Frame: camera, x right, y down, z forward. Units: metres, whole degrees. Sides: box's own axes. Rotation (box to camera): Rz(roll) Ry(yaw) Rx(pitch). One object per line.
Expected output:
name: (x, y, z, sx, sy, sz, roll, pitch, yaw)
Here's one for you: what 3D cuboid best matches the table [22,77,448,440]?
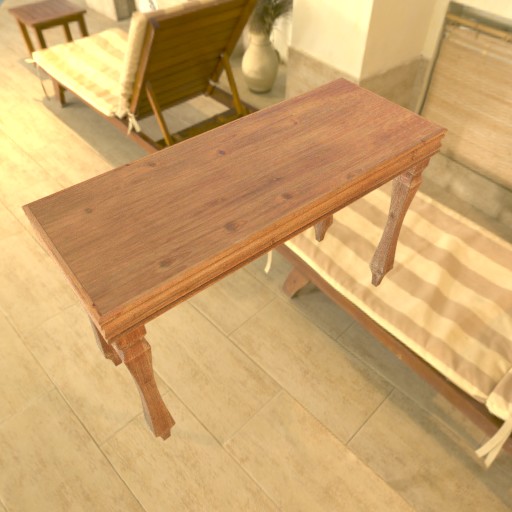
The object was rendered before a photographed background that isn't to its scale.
table: (0.000, 0.000, 1.747, 1.330, 0.873, 0.522, -30, 54, -25)
